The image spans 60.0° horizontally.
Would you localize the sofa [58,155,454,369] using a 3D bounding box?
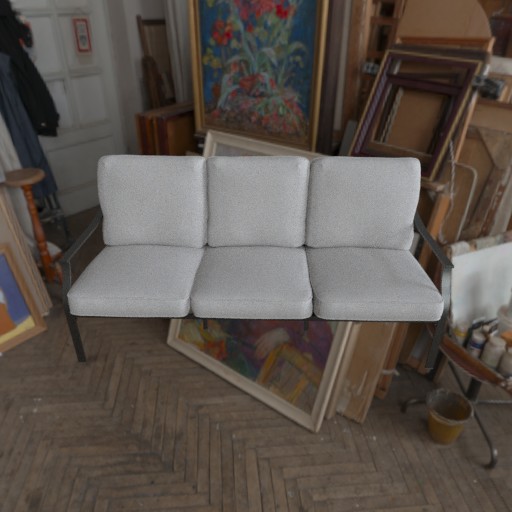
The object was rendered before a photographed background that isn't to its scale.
[{"bbox_3d":[0.000,0.000,2.243,1.740,0.860,0.787,1,31,1],"label":"sofa"}]
